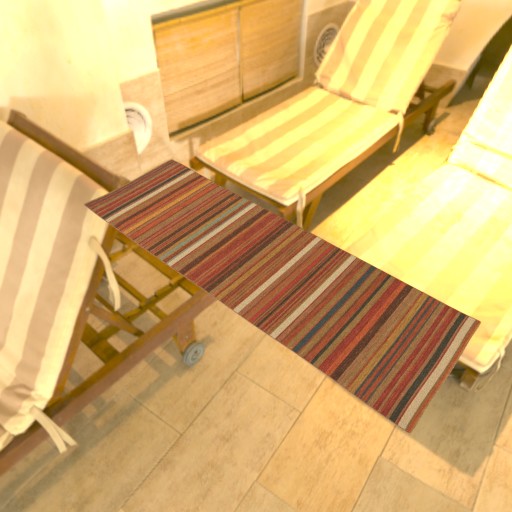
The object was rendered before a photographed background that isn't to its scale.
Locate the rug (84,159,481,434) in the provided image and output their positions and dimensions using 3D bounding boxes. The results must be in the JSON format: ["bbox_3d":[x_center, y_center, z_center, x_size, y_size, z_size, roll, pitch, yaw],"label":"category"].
[{"bbox_3d":[0.000,0.000,2.684,2.444,0.030,0.799,31,52,28],"label":"rug"}]
